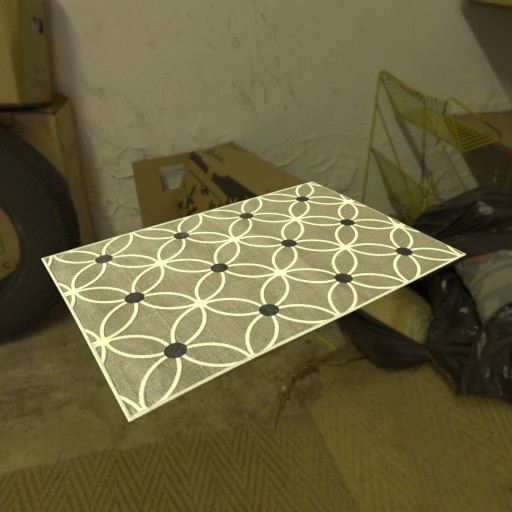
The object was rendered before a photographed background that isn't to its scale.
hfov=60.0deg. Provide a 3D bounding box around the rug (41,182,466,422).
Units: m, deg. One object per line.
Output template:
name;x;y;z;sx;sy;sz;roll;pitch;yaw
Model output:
rug;0.000;0.000;2.853;2.284;0.008;1.522;-20;37;-29
